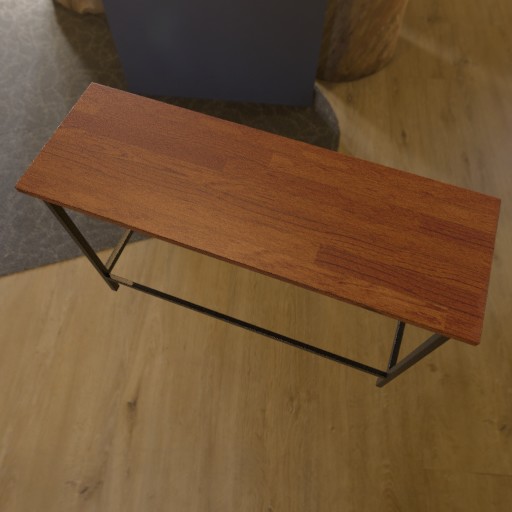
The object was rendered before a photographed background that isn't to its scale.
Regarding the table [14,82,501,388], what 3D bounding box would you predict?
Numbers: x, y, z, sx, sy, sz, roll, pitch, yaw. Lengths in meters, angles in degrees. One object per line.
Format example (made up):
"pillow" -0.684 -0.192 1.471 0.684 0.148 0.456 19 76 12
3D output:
"table" 0.000 0.000 1.484 1.204 0.740 0.408 18 65 9
